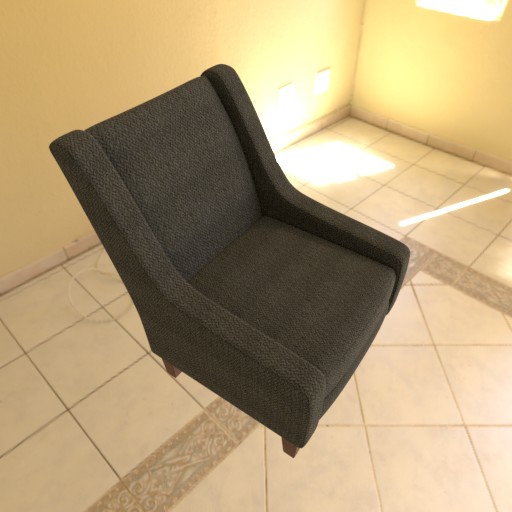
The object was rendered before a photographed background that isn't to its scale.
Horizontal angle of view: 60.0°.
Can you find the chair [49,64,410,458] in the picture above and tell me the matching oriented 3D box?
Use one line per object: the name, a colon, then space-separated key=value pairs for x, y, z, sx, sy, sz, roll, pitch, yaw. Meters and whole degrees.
chair: x=0.000 y=0.000 z=1.642 sx=0.944 sy=1.012 sz=0.793 roll=25 pitch=48 yaw=25
